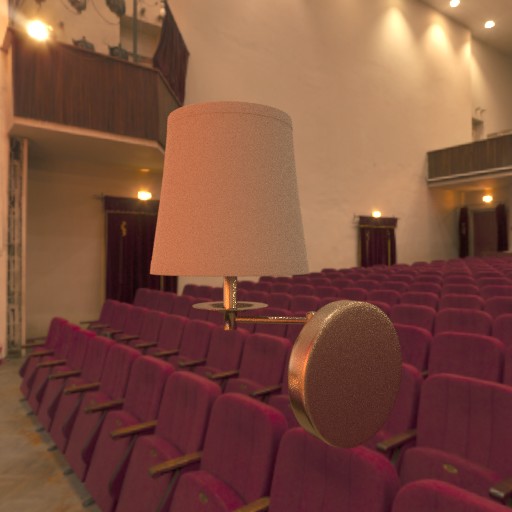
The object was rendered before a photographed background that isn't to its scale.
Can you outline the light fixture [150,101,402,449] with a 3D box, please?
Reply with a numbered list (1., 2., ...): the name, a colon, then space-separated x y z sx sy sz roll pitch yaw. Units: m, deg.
1. light fixture: 0.000 0.000 0.581 0.223 0.381 0.348 0 0 -36
